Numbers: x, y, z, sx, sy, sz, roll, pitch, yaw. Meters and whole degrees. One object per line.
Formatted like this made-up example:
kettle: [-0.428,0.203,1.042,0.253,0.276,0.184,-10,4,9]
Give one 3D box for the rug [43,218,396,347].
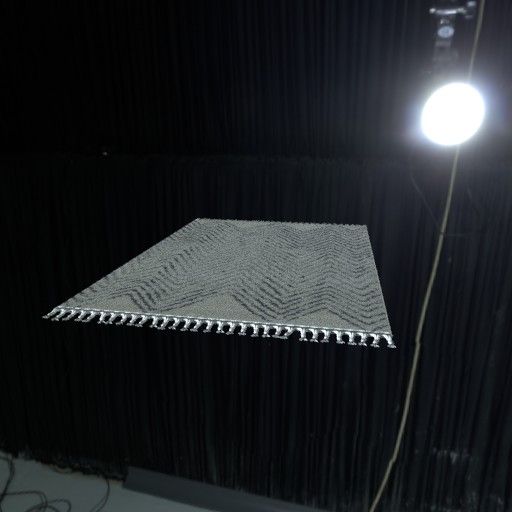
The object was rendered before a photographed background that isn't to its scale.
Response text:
rug: [0.000,0.000,2.346,1.230,0.014,1.847,3,17,10]
